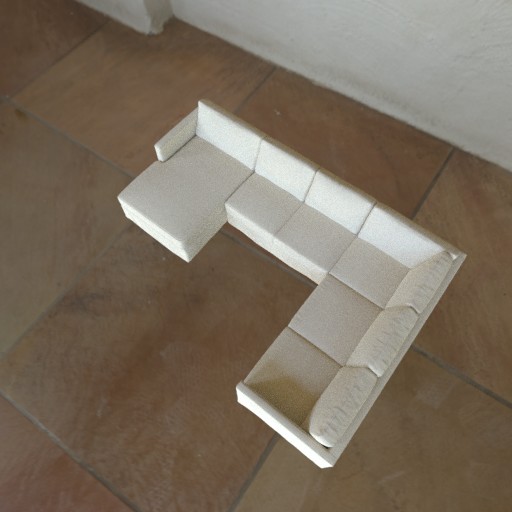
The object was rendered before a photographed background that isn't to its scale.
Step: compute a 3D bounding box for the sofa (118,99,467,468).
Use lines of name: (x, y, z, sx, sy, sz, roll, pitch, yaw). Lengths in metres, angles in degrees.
sofa: (0.000, 0.000, 4.662, 3.464, 0.882, 2.448, 34, 68, 16)
